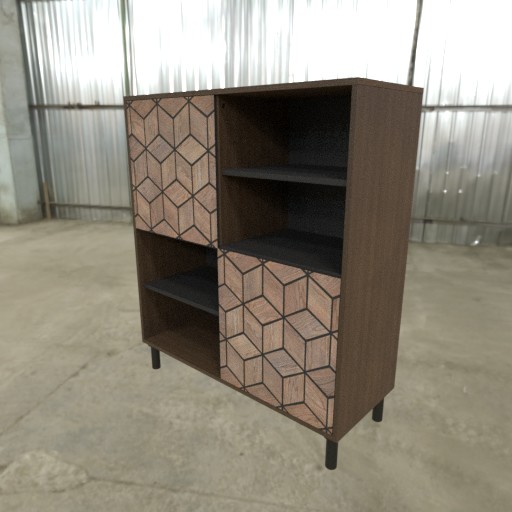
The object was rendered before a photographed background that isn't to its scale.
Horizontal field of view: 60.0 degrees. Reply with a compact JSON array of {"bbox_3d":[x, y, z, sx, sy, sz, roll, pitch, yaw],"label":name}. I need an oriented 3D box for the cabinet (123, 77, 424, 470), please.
[{"bbox_3d":[0.000,0.000,1.687,1.010,1.170,0.400,14,21,40],"label":"cabinet"}]
